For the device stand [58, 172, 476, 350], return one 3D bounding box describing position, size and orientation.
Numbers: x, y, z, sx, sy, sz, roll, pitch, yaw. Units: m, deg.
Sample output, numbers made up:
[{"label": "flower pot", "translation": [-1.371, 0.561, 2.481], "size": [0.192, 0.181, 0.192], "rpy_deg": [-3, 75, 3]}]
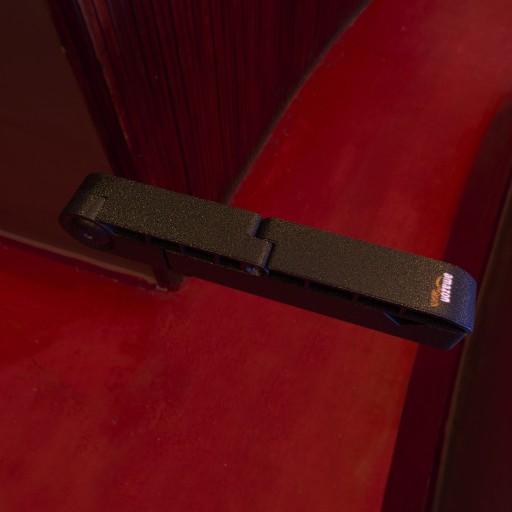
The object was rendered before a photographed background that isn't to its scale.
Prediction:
[{"label": "device stand", "translation": [0.000, 0.000, 0.192], "size": [0.179, 0.030, 0.026], "rpy_deg": [16, 60, 9]}]
